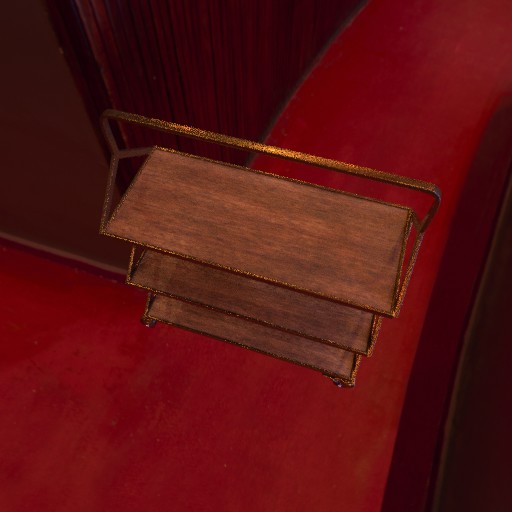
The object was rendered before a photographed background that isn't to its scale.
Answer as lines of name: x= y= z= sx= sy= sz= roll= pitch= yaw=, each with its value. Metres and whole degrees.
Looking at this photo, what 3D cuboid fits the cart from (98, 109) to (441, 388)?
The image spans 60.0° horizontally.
cart: x=0.000 y=0.000 z=1.181 sx=0.723 sy=0.805 sz=0.313 roll=15 pitch=60 yaw=9
